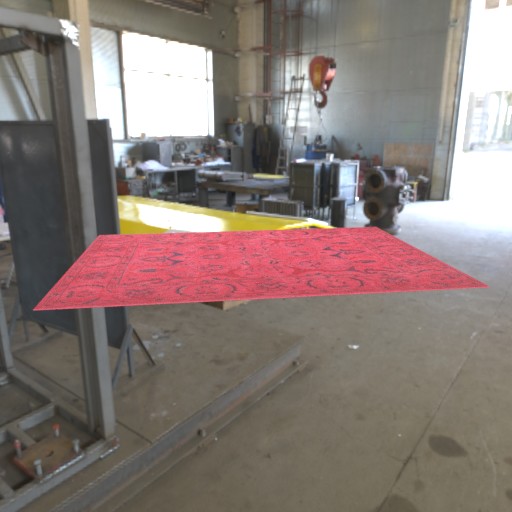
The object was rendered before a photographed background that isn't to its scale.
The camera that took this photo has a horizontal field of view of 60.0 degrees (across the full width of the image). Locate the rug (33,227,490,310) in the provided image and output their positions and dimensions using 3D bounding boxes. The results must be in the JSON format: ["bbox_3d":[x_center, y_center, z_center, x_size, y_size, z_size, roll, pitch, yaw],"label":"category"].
[{"bbox_3d":[0.000,0.000,2.315,1.814,0.008,1.209,-2,16,-8],"label":"rug"}]
